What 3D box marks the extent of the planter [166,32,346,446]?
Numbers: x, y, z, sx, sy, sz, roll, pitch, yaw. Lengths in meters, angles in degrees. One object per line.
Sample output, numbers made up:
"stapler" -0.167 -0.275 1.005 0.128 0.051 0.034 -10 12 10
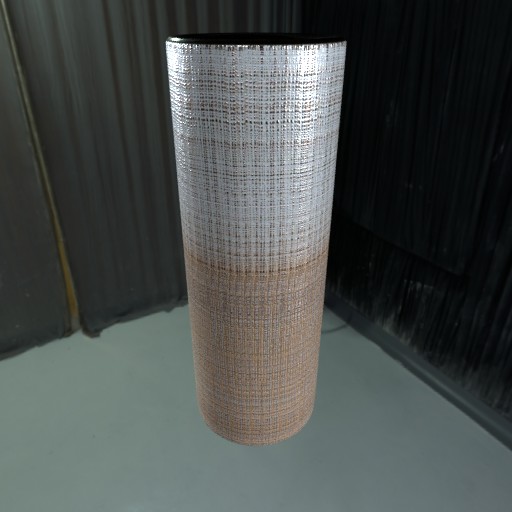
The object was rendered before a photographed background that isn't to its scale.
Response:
"planter" 0.000 0.000 0.312 0.099 0.278 0.099 -18 33 -29
